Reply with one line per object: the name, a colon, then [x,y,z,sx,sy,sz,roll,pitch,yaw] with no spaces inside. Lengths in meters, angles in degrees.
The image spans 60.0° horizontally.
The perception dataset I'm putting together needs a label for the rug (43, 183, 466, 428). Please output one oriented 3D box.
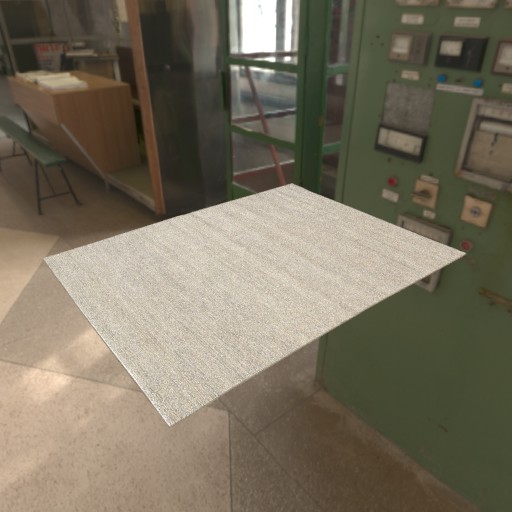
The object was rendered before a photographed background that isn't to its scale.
rug: [0.000,0.000,4.743,3.626,0.051,2.757,-22,36,-33]
